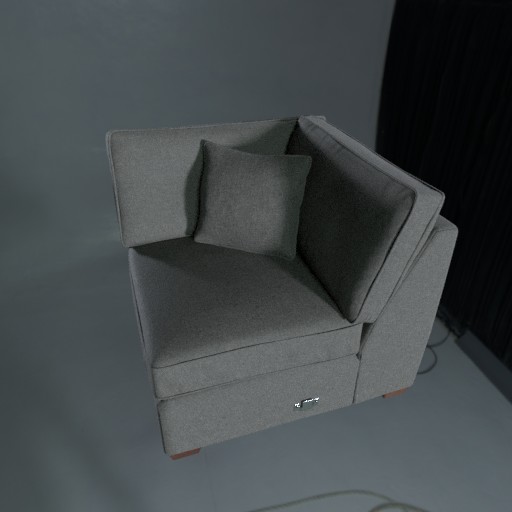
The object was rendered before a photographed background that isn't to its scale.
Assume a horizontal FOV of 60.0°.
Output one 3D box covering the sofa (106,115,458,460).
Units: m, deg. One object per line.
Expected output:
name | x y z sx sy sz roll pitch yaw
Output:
sofa | 0.000 0.000 1.917 1.084 1.002 1.146 -10 34 -16
